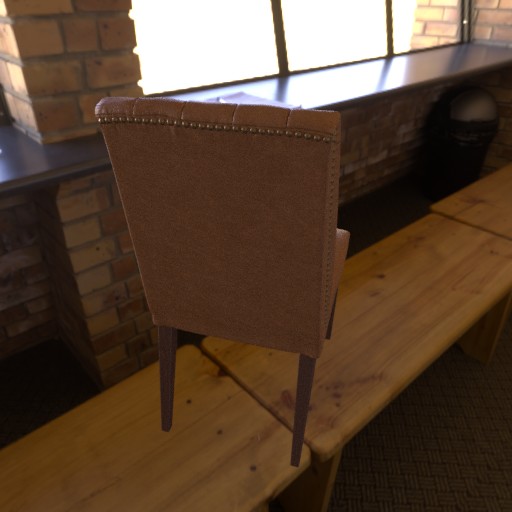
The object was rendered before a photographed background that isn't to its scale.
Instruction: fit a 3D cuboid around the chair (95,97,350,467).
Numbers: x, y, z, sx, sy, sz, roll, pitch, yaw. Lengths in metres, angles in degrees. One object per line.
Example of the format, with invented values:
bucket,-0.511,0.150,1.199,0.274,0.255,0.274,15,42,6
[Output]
chair,0.000,0.000,1.325,0.511,1.016,0.647,9,33,14
